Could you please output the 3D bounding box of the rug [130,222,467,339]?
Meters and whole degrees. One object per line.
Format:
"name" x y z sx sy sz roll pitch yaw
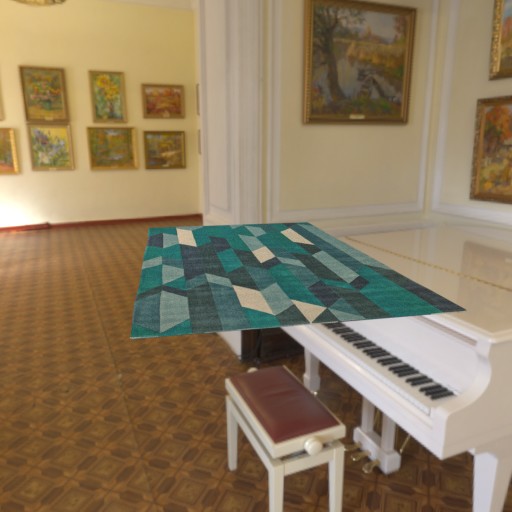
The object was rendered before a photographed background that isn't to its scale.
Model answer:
"rug" 0.000 0.000 3.063 1.528 0.005 2.420 -3 15 -11
